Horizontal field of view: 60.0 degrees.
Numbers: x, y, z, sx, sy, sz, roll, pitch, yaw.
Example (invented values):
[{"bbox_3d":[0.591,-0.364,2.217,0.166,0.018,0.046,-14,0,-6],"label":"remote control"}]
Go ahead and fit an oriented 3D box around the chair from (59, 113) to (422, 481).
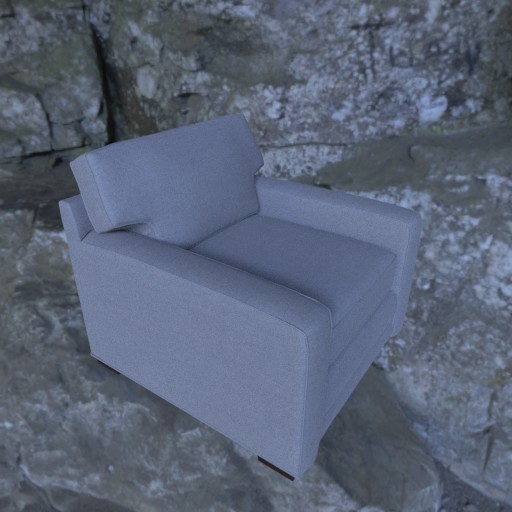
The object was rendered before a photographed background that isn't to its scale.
[{"bbox_3d":[0.000,0.000,1.797,1.044,0.934,0.999,18,33,30],"label":"chair"}]
